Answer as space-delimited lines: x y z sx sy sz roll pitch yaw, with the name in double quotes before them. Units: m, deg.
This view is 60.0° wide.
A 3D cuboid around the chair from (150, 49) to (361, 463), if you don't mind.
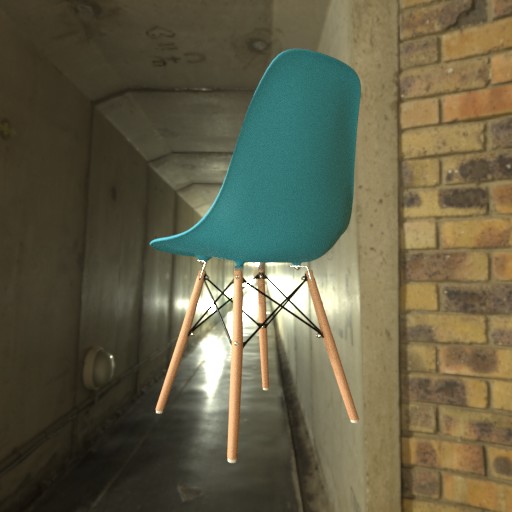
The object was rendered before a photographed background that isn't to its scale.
"chair" 0.000 0.000 1.132 0.470 0.826 0.531 1 -1 -37
